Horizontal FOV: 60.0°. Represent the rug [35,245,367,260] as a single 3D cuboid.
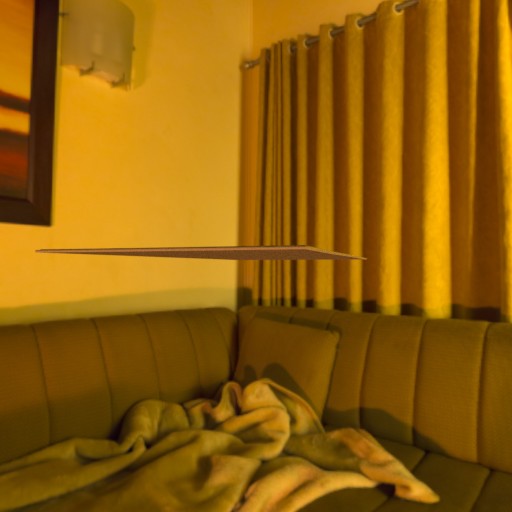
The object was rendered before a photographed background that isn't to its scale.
[{"bbox_3d":[0.000,0.000,1.436,0.605,0.007,1.220,0,-1,19],"label":"rug"}]
